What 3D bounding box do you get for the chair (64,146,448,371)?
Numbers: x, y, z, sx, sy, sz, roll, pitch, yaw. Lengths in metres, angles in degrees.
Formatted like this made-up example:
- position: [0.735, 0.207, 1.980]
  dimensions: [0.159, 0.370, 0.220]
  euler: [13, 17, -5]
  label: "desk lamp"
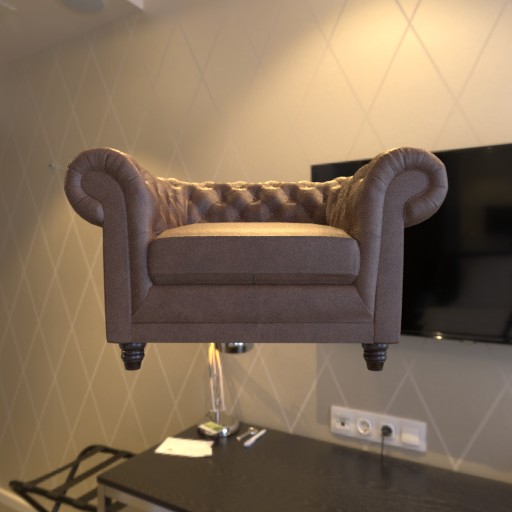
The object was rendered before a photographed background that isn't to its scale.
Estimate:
- position: [0.000, 0.000, 1.920]
  dimensions: [1.298, 0.784, 0.954]
  euler: [0, 0, 1]
  label: "chair"
